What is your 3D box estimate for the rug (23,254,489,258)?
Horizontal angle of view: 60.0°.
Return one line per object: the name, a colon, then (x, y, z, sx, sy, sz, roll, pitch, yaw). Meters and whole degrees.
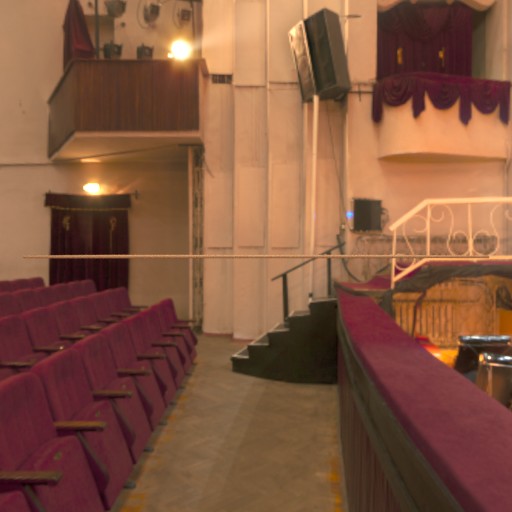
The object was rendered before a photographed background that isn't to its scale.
rug: (0.000, 0.000, 2.883, 2.244, 0.017, 1.532, 0, 0, 0)
